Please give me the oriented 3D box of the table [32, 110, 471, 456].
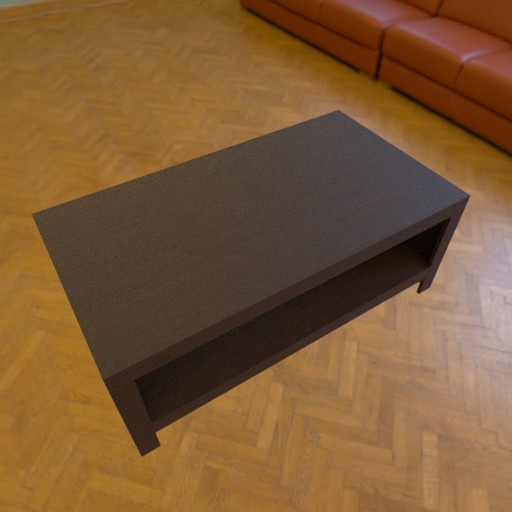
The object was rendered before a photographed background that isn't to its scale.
[{"bbox_3d":[0.000,0.000,1.414,1.099,0.424,0.597,-24,51,-22],"label":"table"}]
